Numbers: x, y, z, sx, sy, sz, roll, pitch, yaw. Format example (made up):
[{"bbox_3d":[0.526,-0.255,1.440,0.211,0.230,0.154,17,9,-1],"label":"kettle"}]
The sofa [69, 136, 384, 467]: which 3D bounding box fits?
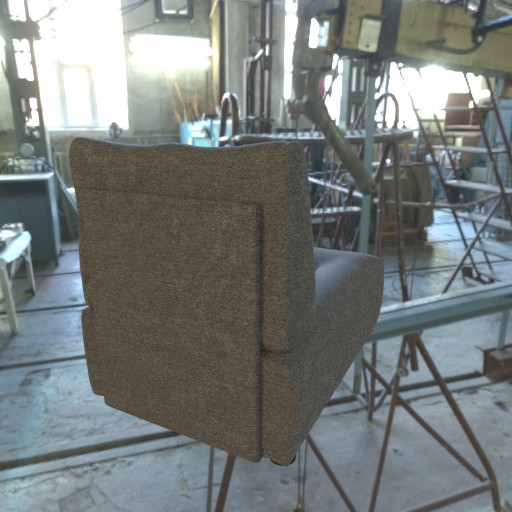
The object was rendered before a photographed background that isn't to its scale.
[{"bbox_3d":[0.000,0.000,1.555,0.700,0.820,1.000,9,18,27],"label":"sofa"}]
